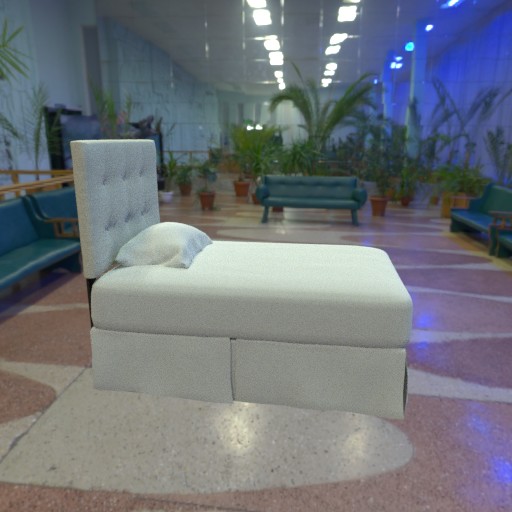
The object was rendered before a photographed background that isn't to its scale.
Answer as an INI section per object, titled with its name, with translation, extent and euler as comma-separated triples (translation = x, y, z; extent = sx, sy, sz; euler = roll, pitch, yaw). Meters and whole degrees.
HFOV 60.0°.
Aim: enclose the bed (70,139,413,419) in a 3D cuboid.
[bed]
translation = 0.000, 0.000, 3.096
extent = 1.997, 1.571, 1.261
euler = 2, 15, 8
